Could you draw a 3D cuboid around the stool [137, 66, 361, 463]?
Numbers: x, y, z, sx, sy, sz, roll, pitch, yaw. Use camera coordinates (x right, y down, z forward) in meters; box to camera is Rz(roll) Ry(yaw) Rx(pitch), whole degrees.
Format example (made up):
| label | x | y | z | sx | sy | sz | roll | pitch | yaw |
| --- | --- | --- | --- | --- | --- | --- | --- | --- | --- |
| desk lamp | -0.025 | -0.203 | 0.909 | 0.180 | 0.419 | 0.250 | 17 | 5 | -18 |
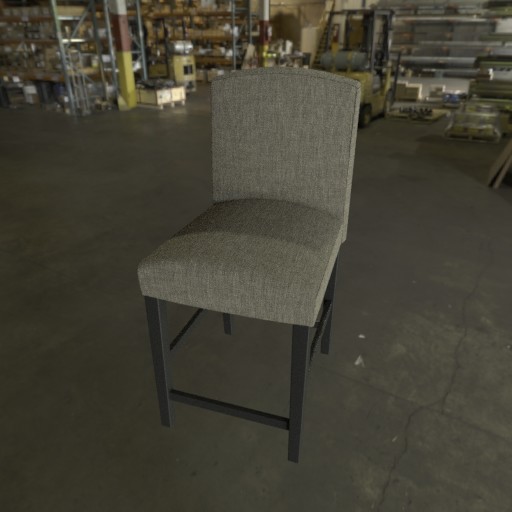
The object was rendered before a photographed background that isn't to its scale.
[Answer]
| label | x | y | z | sx | sy | sz | roll | pitch | yaw |
| --- | --- | --- | --- | --- | --- | --- | --- | --- | --- |
| stool | 0.000 | 0.000 | 1.264 | 0.451 | 0.966 | 0.552 | 8 | 28 | 16 |
